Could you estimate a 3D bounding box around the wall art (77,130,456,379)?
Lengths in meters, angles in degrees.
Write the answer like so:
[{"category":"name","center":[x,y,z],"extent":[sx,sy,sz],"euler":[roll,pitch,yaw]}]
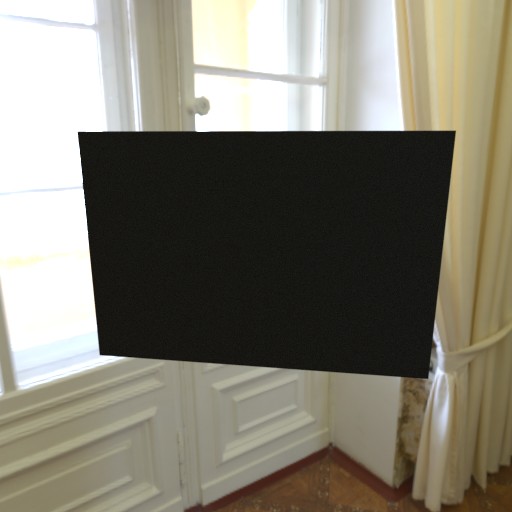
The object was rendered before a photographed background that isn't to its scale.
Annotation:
[{"category":"wall art","center":[0.000,0.000,1.215],"extent":[0.964,0.659,0.049],"euler":[3,15,9]}]
